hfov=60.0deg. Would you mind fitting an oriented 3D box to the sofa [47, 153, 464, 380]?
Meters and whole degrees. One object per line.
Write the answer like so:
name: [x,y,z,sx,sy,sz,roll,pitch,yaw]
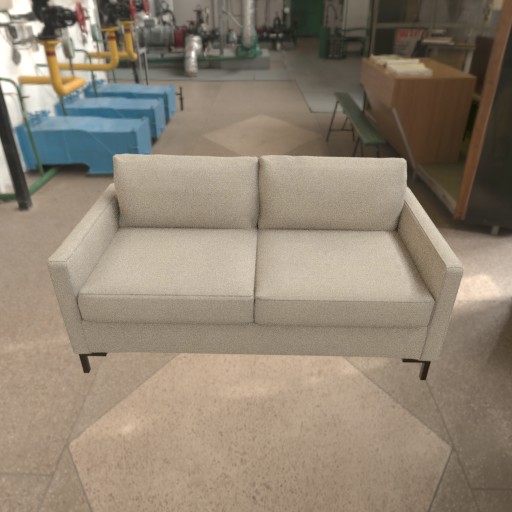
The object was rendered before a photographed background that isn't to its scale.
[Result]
sofa: [0.000,0.000,2.192,1.682,0.840,0.875,1,31,1]
